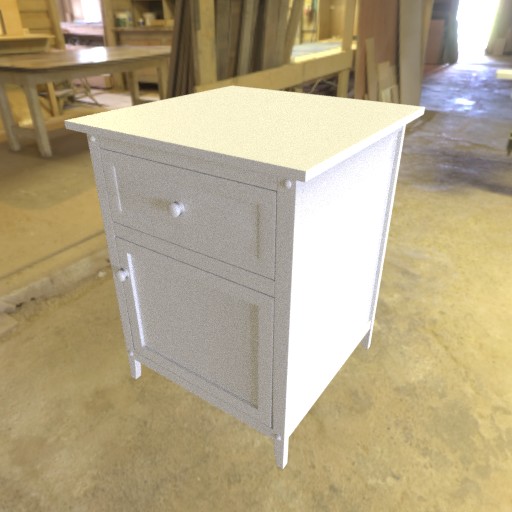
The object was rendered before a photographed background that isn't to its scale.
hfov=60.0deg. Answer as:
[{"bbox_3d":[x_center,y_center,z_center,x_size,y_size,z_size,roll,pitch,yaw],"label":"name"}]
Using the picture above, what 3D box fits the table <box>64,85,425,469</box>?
[{"bbox_3d":[0.000,0.000,0.771,0.381,0.483,0.381,19,34,30],"label":"table"}]
